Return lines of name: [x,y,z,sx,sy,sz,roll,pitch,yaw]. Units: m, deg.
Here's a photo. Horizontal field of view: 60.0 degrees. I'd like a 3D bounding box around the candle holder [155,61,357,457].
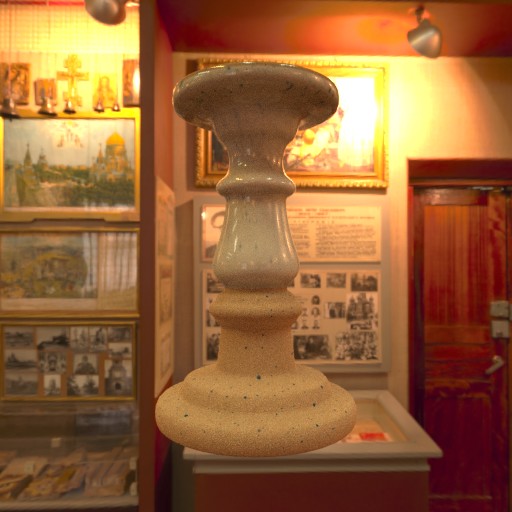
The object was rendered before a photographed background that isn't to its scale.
candle holder: [0.000,0.000,0.279,0.123,0.202,0.123,0,-1,0]
